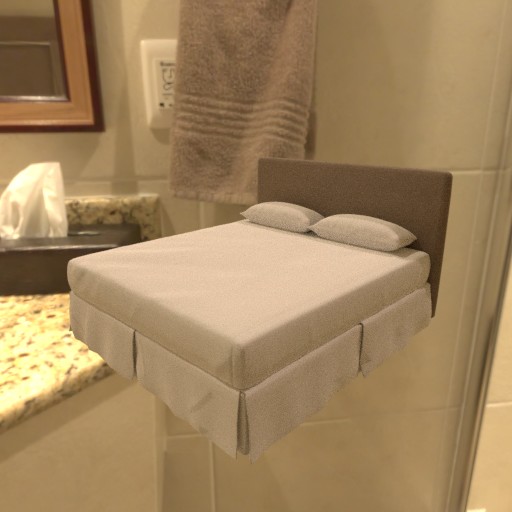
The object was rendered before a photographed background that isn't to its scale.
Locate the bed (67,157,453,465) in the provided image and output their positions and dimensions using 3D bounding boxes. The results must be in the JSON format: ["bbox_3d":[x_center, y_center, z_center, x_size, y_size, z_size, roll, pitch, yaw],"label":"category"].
[{"bbox_3d":[0.000,0.000,3.527,2.119,1.317,2.341,16,23,42],"label":"bed"}]
